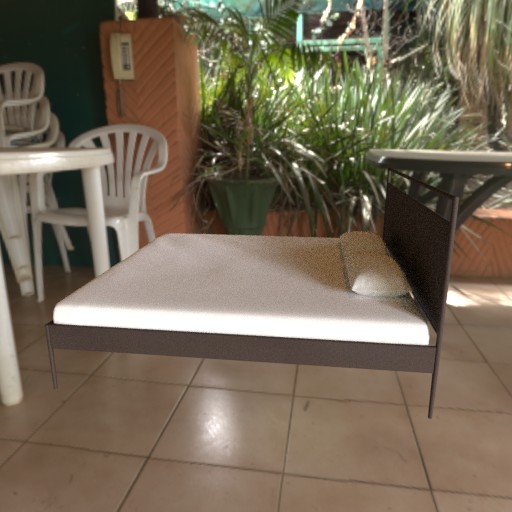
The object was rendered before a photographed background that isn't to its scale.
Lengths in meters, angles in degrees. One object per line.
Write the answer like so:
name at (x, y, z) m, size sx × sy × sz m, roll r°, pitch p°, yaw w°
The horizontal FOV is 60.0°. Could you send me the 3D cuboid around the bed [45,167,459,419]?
bed at (0.000, 0.000, 3.274) m, size 2.151 × 1.173 × 1.993 m, roll 2°, pitch 15°, yaw 7°
